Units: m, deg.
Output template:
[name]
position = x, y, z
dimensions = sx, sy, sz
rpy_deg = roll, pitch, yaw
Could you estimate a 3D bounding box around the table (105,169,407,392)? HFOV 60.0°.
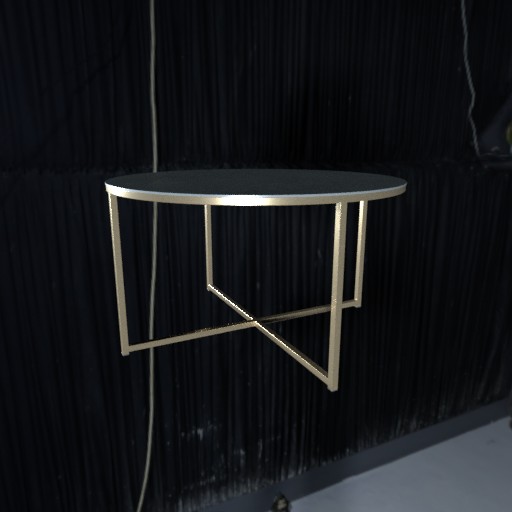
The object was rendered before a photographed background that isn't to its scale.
[table]
position = 0.000, 0.000, 1.294
dimensions = 0.800, 0.450, 0.800
rpy_deg = 0, 15, 0
